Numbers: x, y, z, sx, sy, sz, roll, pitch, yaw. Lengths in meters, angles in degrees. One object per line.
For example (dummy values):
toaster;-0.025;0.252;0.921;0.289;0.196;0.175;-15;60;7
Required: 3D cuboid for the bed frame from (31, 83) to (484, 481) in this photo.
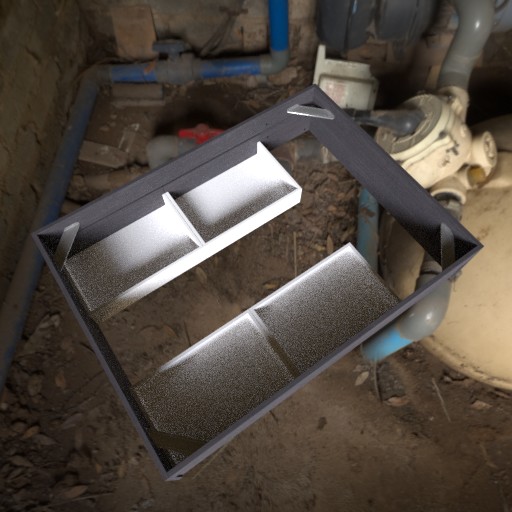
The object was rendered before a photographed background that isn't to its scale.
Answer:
bed frame;0.000;0.000;2.544;1.944;0.459;1.448;-32;68;-15
